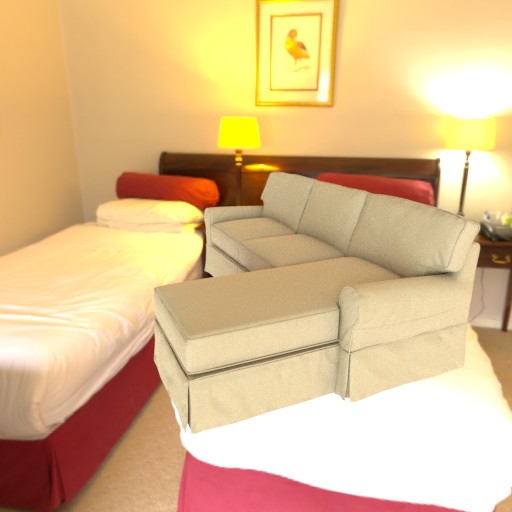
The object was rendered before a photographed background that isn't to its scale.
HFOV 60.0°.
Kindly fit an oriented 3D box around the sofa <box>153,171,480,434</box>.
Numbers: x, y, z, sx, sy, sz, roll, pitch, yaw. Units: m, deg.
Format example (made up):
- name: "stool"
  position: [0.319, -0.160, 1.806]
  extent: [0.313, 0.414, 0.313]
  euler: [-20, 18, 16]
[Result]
- name: "sofa"
  position: [0.000, 0.000, 3.276]
  extent: [1.733, 0.978, 2.475]
  euler: [-8, 19, -23]
